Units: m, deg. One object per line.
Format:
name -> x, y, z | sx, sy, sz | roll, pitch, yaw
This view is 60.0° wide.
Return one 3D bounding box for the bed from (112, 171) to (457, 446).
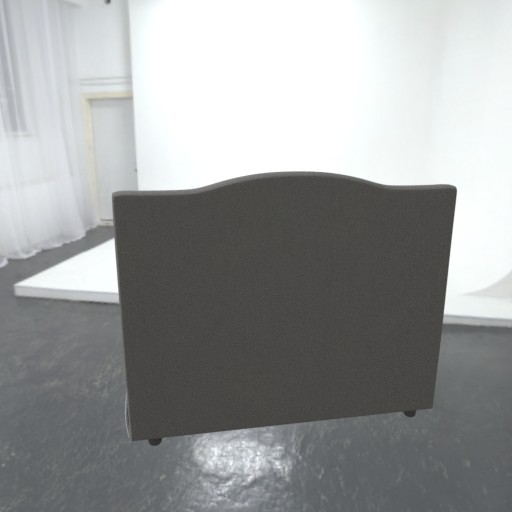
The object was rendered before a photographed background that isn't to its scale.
bed -> 0.000, 0.000, 3.353 | 1.821, 1.436, 2.282 | -3, 16, -9
